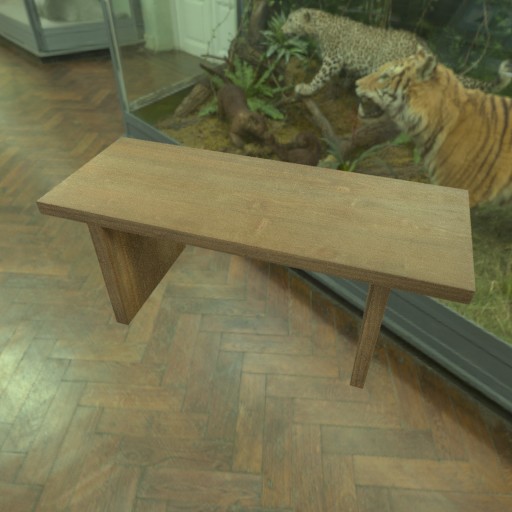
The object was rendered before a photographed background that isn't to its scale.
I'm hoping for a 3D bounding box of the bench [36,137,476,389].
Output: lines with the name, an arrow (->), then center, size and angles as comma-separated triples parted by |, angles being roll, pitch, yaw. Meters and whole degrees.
bench -> 0.000, 0.000, 1.445 | 1.183, 0.458, 0.458 | 12, 41, 14
